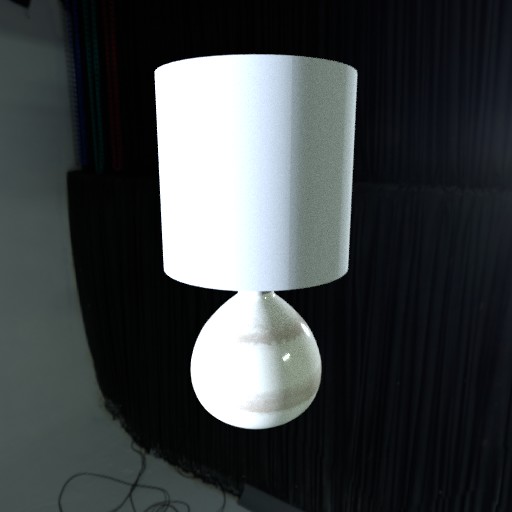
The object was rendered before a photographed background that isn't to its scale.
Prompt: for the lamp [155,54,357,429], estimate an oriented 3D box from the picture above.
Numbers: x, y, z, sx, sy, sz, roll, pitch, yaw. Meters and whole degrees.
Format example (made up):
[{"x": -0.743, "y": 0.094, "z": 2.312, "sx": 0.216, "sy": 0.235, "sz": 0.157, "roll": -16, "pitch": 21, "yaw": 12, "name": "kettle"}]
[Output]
[{"x": 0.000, "y": 0.000, "z": 0.530, "sx": 0.217, "sy": 0.404, "sz": 0.217, "roll": 7, "pitch": 15, "yaw": 27, "name": "lamp"}]
